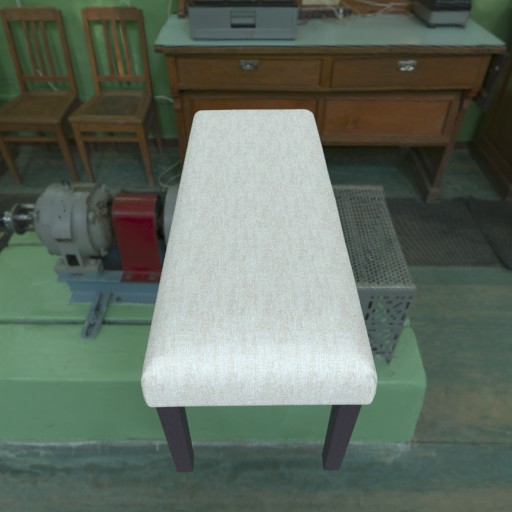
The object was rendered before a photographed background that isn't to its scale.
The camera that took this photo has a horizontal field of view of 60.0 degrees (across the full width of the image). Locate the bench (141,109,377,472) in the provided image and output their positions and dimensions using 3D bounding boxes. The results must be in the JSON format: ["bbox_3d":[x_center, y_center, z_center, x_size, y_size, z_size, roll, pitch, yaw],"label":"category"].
[{"bbox_3d":[0.000,0.000,1.231,0.407,0.456,1.013,0,43,-1],"label":"bench"}]
